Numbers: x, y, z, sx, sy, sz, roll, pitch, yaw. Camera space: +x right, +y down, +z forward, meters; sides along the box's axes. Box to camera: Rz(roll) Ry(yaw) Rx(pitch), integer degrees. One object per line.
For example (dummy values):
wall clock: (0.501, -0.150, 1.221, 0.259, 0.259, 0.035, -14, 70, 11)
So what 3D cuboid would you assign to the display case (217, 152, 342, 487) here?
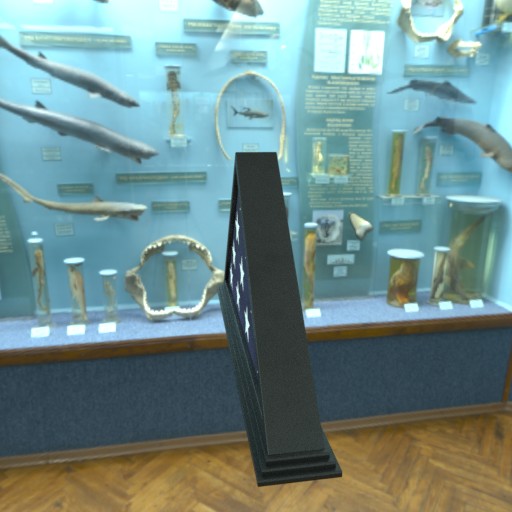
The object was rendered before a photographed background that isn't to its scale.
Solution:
display case: (0.000, 0.000, 0.745, 0.095, 0.340, 0.640, -2, 16, -8)
